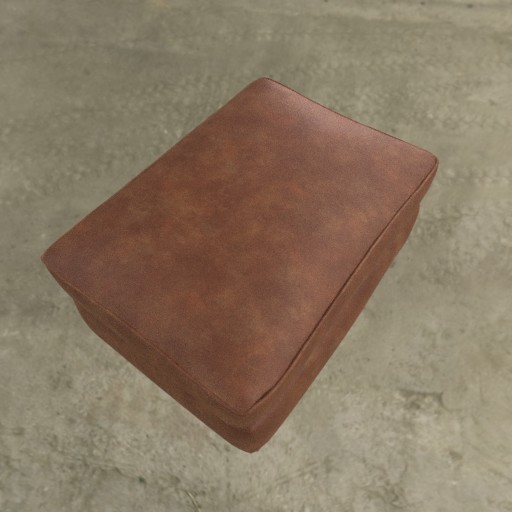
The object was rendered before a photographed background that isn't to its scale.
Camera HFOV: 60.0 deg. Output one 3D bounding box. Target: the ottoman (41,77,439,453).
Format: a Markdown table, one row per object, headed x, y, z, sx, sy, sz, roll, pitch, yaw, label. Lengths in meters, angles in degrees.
| x | y | z | sx | sy | sz | roll | pitch | yaw | label |
| --- | --- | --- | --- | --- | --- | --- | --- | --- | --- |
| 0.000 | 0.000 | 0.971 | 0.501 | 0.418 | 0.665 | 32 | 62 | 19 | ottoman |
